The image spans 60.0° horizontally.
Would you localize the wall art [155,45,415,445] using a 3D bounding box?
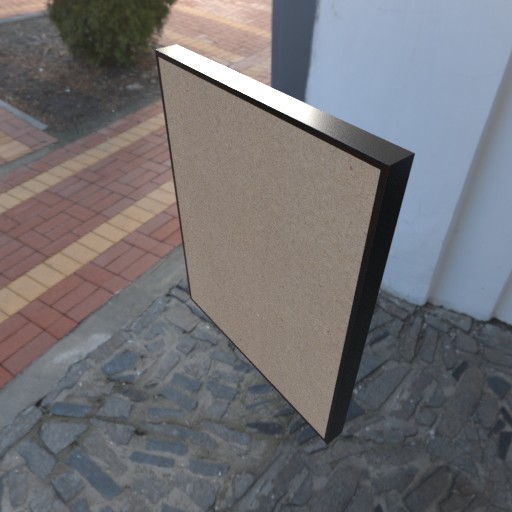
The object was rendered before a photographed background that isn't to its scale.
[{"bbox_3d":[0.000,0.000,0.734,0.038,0.551,0.448,-28,48,-28],"label":"wall art"}]
